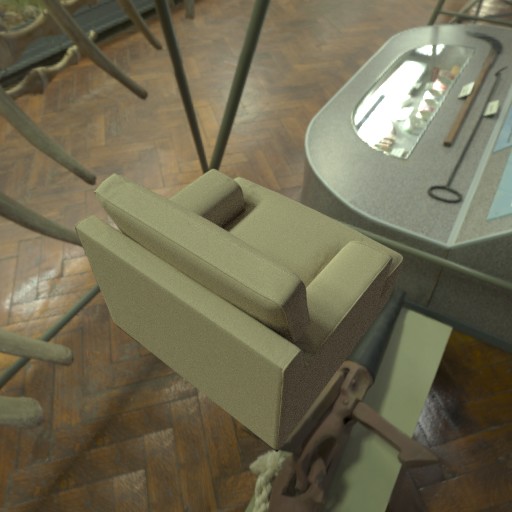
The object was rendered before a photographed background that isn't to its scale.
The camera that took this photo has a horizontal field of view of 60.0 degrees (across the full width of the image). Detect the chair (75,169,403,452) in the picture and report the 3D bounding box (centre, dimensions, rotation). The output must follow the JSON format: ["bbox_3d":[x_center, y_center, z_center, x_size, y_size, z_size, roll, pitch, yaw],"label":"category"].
[{"bbox_3d":[0.000,0.000,2.226,1.293,1.005,1.274,23,51,20],"label":"chair"}]
